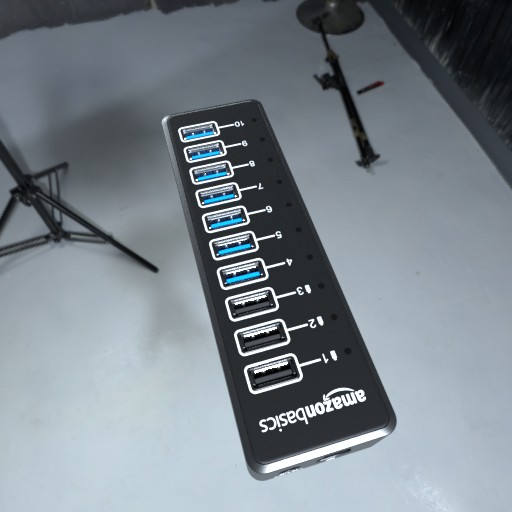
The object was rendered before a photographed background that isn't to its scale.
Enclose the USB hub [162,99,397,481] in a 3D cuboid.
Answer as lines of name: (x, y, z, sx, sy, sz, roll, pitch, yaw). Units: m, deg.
USB hub: (0.000, 0.000, 0.166, 0.044, 0.023, 0.145, -14, 60, -8)
